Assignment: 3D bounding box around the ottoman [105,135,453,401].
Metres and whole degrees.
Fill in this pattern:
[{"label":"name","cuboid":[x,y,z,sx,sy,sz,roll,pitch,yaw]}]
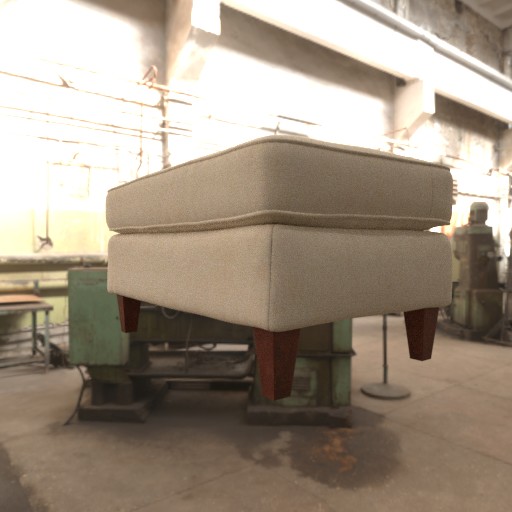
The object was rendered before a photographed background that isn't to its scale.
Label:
[{"label":"ottoman","cuboid":[0.000,0.000,1.220,0.583,0.484,0.862,-1,2,-36]}]
